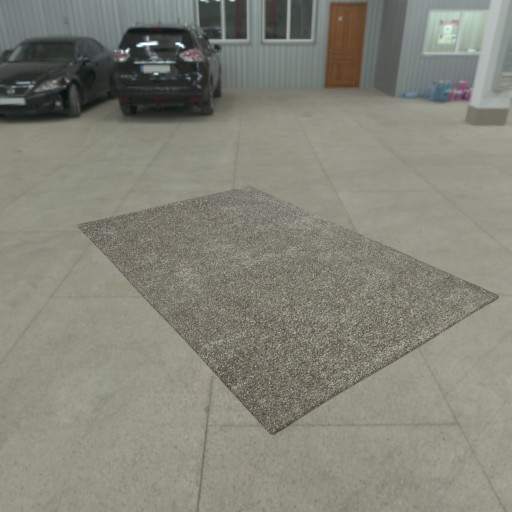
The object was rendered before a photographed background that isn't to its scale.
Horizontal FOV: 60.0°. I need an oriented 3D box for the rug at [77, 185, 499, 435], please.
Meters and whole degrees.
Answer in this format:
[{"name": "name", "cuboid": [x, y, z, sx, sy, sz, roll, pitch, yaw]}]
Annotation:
[{"name": "rug", "cuboid": [0.000, 0.000, 3.269, 1.802, 0.026, 2.699, -18, 32, -32]}]
